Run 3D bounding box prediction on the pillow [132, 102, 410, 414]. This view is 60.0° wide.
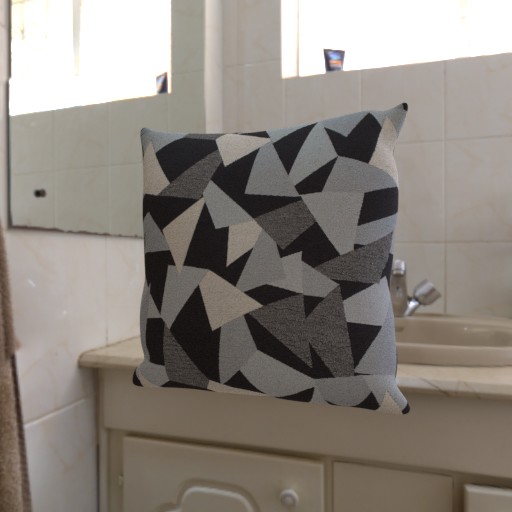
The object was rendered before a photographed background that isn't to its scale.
[{"bbox_3d":[0.000,0.000,0.768,0.503,0.496,0.208,0,-1,19],"label":"pillow"}]
